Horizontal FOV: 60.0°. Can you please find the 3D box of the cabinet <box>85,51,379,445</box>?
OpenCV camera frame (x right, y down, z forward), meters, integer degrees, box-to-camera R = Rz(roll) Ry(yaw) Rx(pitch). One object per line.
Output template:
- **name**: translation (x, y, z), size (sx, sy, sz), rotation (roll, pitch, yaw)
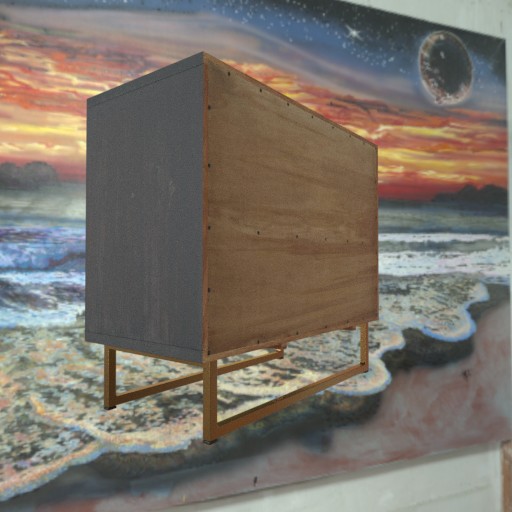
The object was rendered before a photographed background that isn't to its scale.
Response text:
- **cabinet**: translation (0.000, 0.000, 1.456), size (0.451, 0.860, 0.950), rotation (-1, -1, 38)
